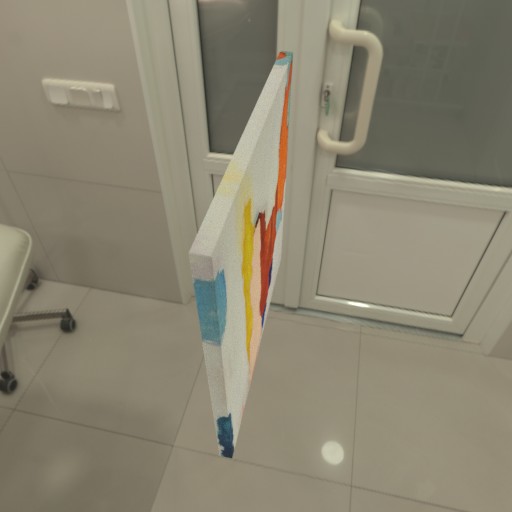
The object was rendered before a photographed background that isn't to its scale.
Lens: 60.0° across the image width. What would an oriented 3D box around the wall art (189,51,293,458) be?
[{"bbox_3d":[0.000,0.000,1.241,0.037,0.814,0.814,9,46,8],"label":"wall art"}]
